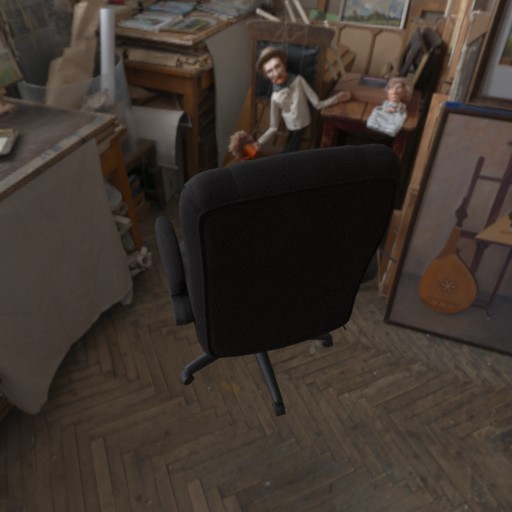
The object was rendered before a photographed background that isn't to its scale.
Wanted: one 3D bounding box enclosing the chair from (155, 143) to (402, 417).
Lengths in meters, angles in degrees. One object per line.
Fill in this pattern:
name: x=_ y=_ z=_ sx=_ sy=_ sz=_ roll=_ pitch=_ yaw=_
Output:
chair: x=0.000 y=0.000 z=1.526 sx=0.667 sy=1.105 sz=0.724 roll=-12 pitch=43 yaw=-13
